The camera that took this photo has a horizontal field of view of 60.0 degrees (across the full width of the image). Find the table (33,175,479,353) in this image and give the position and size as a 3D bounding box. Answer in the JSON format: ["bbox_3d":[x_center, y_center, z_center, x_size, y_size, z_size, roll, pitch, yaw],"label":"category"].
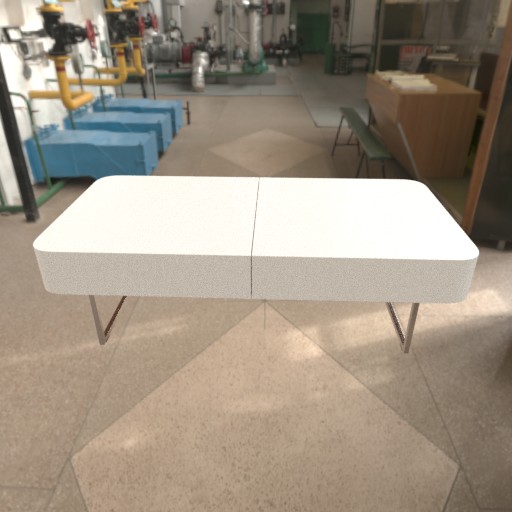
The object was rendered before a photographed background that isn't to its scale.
[{"bbox_3d":[0.000,0.000,1.488,1.200,0.340,0.600,1,29,2],"label":"table"}]
